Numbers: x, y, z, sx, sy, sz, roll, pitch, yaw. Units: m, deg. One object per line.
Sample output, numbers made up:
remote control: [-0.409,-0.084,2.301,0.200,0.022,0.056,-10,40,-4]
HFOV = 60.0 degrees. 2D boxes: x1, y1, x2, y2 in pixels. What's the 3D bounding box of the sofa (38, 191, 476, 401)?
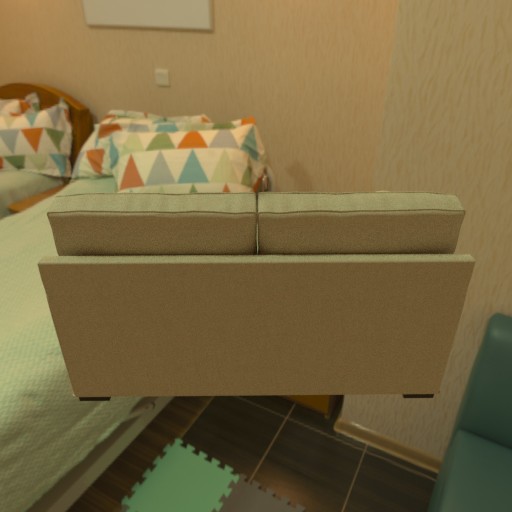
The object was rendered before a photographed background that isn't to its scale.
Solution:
sofa: [0.000,0.000,2.004,1.484,0.853,0.942,0,30,-1]
